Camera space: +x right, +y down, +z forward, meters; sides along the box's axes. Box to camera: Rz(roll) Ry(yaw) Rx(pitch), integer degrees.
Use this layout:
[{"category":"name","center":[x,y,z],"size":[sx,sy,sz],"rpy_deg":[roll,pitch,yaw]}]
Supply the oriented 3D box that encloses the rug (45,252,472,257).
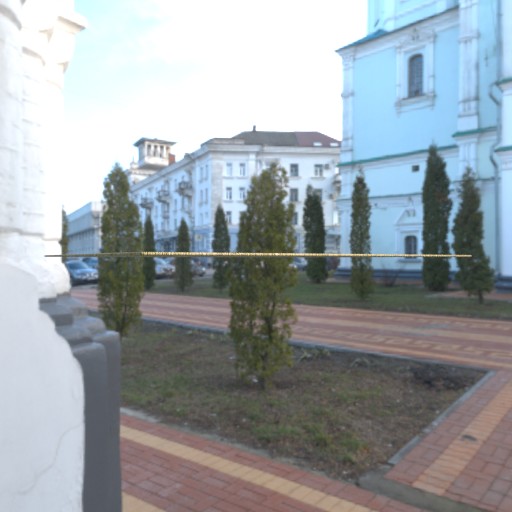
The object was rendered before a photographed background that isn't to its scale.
[{"category":"rug","center":[0.000,0.000,4.158],"size":[3.198,0.016,2.425],"rpy_deg":[0,0,-36]}]
